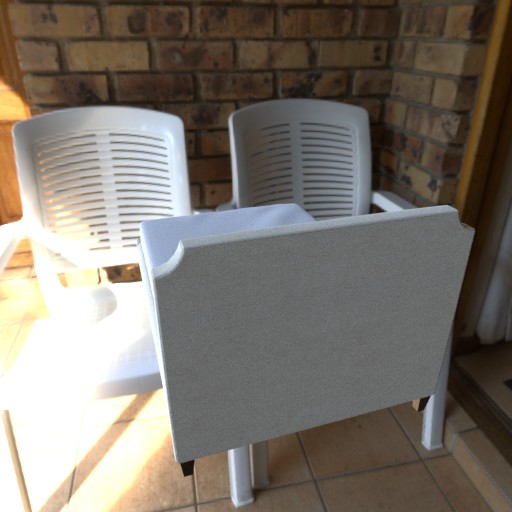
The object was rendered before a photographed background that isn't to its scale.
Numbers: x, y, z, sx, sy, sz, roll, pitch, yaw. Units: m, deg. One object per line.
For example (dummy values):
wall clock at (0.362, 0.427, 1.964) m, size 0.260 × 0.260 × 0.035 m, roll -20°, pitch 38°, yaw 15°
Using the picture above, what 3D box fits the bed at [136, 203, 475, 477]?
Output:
bed at (0.000, 0.000, 3.416) m, size 1.713 × 1.457 × 2.381 m, roll -8°, pitch 28°, yaw -16°
